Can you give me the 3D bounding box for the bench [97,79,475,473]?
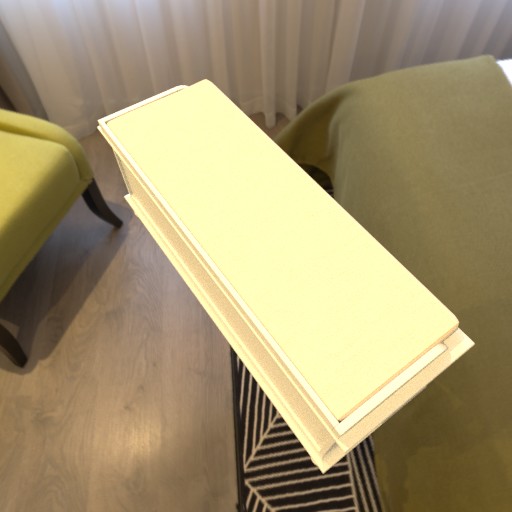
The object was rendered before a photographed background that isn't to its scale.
[{"bbox_3d":[0.000,0.000,1.387,0.402,0.486,1.185,-31,63,-18],"label":"bench"}]
